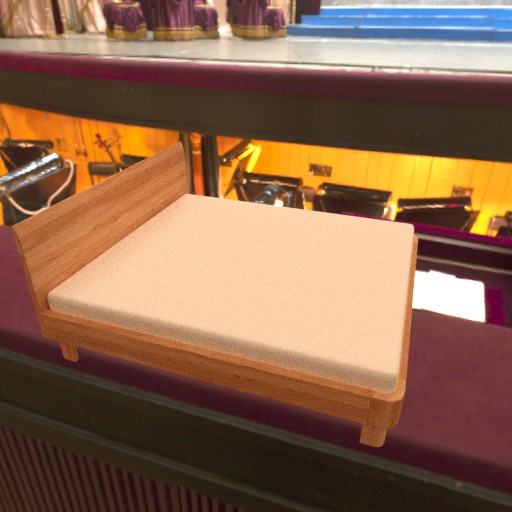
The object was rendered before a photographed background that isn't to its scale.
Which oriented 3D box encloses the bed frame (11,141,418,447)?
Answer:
[{"bbox_3d":[0.000,0.000,3.039,2.092,0.940,1.872,10,30,17],"label":"bed frame"}]
